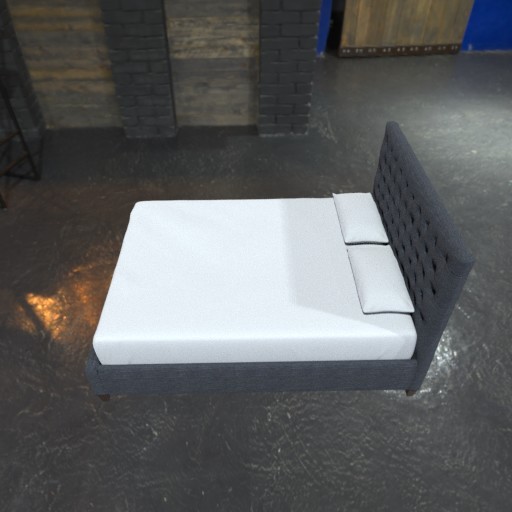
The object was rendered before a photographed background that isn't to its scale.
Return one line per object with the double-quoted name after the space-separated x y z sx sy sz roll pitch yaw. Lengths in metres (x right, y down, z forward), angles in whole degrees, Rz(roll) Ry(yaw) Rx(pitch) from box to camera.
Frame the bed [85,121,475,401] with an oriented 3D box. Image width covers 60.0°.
0.000 0.000 3.454 2.387 1.427 1.698 -1 42 -1 "bed"
